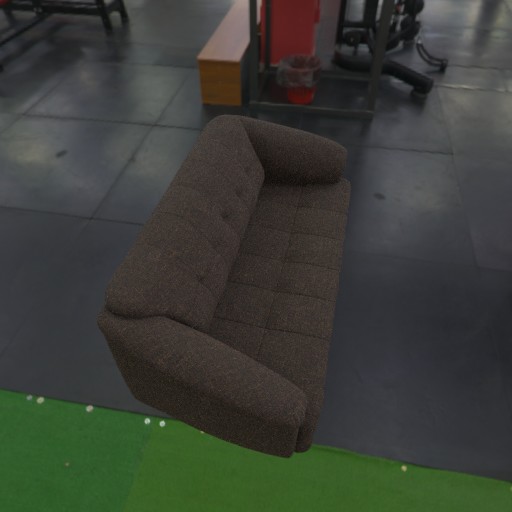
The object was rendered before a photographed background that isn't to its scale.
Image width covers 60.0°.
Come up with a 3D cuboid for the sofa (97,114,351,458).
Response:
[{"bbox_3d":[0.000,0.000,2.305,0.887,0.790,1.849,9,46,9],"label":"sofa"}]
